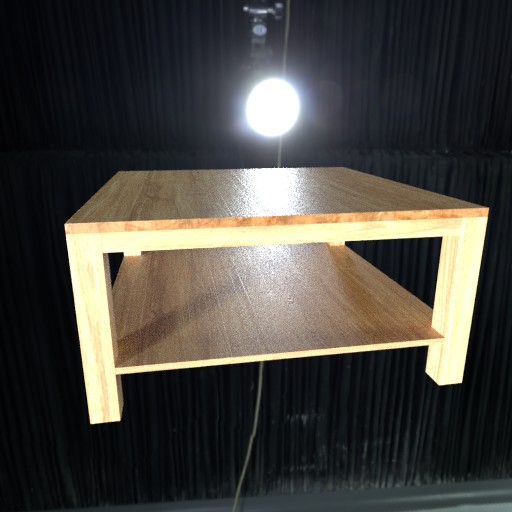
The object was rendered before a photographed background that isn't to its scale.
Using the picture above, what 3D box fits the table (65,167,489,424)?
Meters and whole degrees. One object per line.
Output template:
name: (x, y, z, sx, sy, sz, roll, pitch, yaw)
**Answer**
table: (0.000, 0.000, 1.406, 0.900, 0.450, 0.900, -3, 17, -10)
